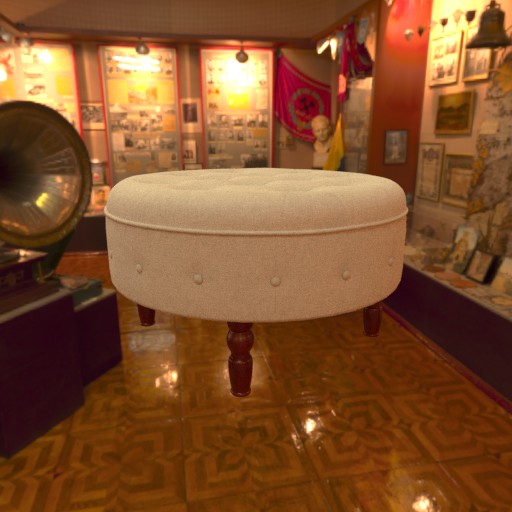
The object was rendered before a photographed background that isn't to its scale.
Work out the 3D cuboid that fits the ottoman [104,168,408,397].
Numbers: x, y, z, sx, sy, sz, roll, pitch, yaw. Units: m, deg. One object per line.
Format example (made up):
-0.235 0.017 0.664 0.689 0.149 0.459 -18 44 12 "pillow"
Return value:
0.000 0.000 1.345 0.849 0.478 0.849 0 15 0 "ottoman"
